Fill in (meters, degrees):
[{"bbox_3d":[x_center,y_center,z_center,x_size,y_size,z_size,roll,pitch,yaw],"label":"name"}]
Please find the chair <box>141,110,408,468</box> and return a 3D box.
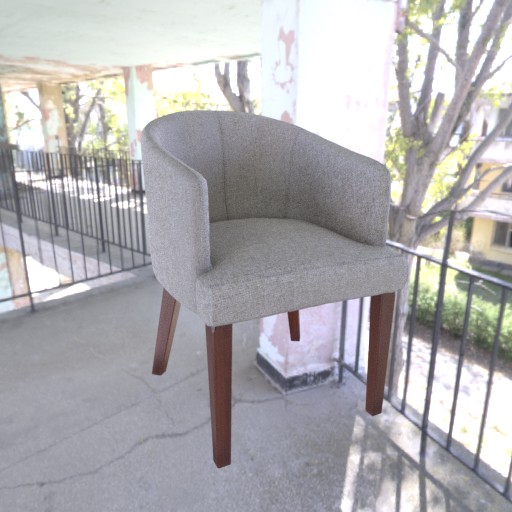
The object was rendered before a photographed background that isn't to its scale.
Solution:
[{"bbox_3d":[0.000,0.000,1.267,0.583,0.811,0.655,-8,18,-25],"label":"chair"}]
